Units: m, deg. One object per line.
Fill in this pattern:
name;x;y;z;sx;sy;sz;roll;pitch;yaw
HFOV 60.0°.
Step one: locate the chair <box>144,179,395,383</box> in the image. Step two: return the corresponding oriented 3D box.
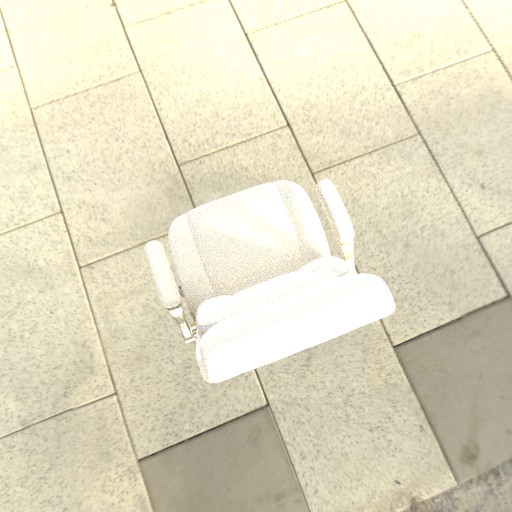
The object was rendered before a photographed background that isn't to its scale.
chair;0.000;0.000;1.679;0.740;1.110;0.794;-23;77;-6
